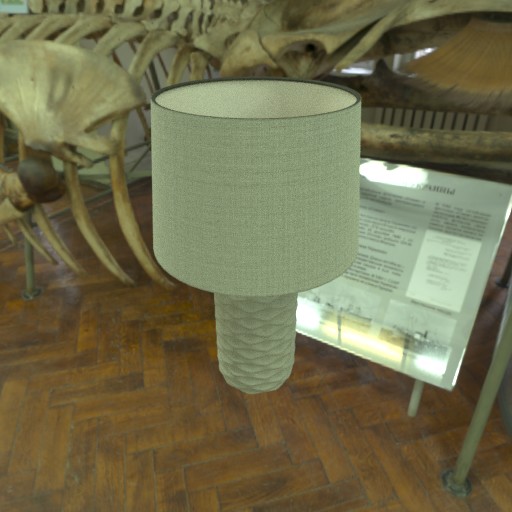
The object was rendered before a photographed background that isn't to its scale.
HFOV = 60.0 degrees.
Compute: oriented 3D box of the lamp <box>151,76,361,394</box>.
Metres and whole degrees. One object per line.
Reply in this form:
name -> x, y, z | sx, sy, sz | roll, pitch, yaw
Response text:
lamp -> 0.000, 0.000, 0.848 | 0.376, 0.594, 0.376 | 0, 31, 0
